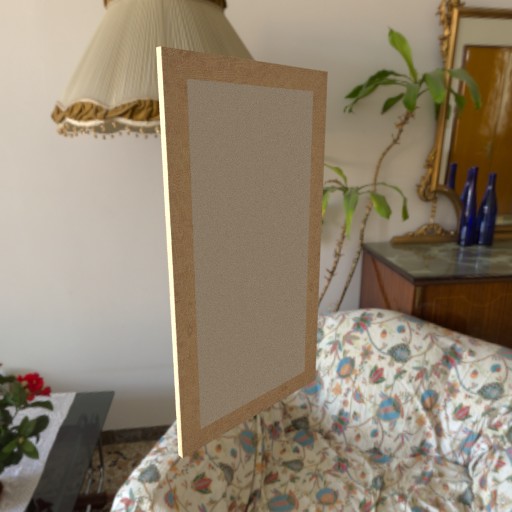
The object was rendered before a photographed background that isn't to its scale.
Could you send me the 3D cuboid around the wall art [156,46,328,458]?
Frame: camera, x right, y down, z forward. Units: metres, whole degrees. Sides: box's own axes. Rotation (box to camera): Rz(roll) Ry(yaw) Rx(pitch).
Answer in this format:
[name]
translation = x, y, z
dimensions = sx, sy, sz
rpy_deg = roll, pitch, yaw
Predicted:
[wall art]
translation = 0.000, 0.000, 0.842
dimensions = 0.381, 0.683, 0.013
rpy_deg = -14, 21, -42
